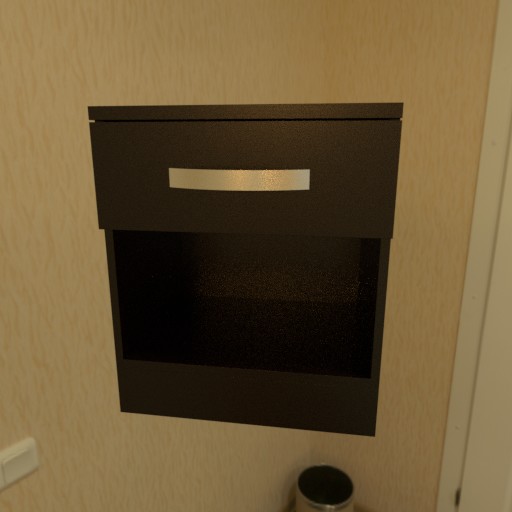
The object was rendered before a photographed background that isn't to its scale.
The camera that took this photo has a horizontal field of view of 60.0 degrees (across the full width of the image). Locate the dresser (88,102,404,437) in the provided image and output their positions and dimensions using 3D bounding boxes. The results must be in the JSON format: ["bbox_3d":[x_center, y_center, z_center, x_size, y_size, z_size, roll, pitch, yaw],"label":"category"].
[{"bbox_3d":[0.000,0.000,0.758,0.400,0.470,0.360,2,15,9],"label":"dresser"}]
